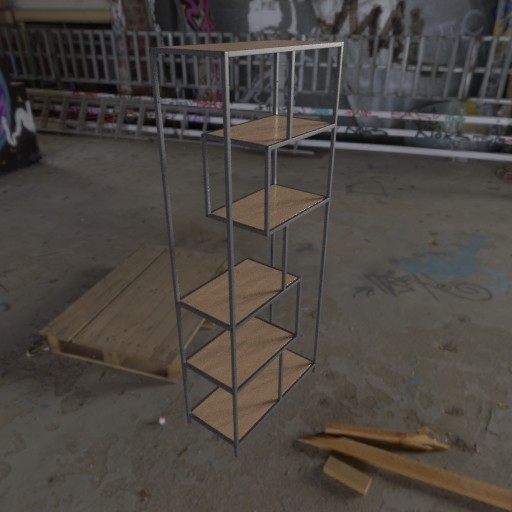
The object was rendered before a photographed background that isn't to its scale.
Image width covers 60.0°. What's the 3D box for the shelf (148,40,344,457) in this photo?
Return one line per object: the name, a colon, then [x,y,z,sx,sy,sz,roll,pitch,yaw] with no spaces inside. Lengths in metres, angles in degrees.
shelf: [0.000,0.000,2.145,0.350,1.850,0.770,20,34,32]
